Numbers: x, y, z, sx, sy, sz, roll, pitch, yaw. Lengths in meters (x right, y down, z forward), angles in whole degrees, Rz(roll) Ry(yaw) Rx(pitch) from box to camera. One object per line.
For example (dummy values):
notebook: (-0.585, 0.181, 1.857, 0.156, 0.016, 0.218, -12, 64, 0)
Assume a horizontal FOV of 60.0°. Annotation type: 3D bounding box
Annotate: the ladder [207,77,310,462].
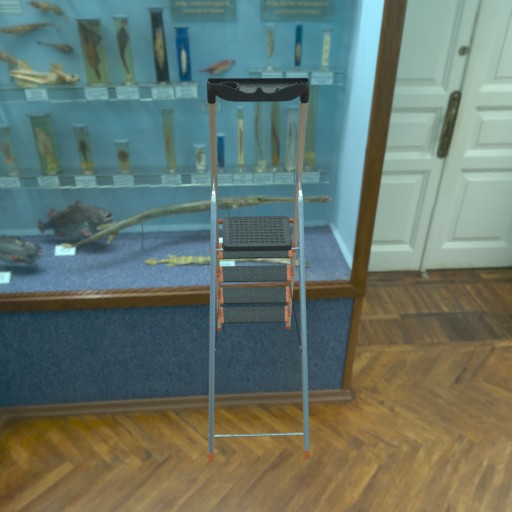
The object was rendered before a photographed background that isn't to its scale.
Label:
ladder: (0.000, 0.000, 2.096, 0.480, 1.646, 0.995, -1, 30, -2)
